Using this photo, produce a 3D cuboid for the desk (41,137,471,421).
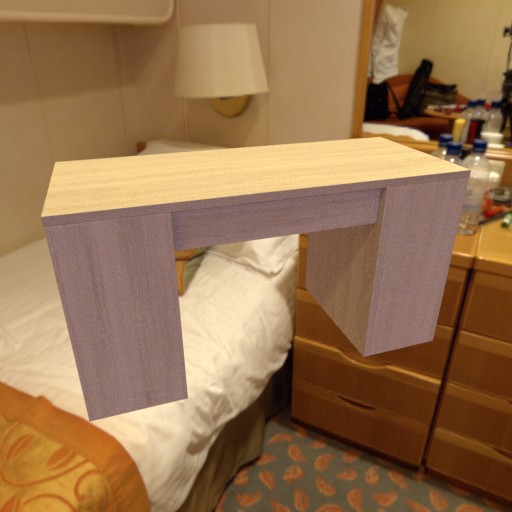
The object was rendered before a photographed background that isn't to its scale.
[{"bbox_3d":[0.000,0.000,1.773,1.390,0.740,0.600,-9,28,-16],"label":"desk"}]
